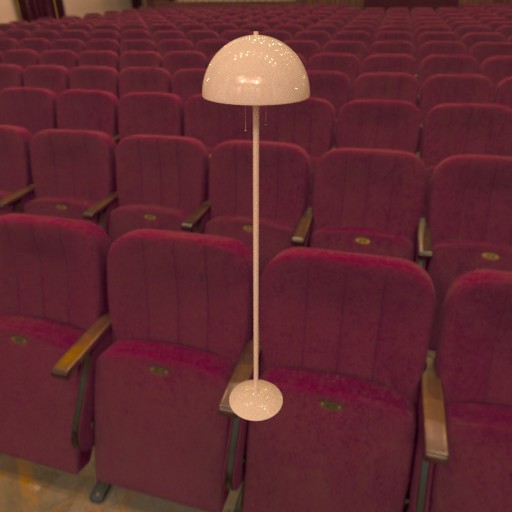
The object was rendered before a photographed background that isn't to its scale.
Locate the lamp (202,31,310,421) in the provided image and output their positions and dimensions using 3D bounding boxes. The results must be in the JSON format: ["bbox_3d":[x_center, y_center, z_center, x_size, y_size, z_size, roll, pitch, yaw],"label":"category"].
[{"bbox_3d":[0.000,0.000,1.636,0.328,1.480,0.328,8,30,14],"label":"lamp"}]
